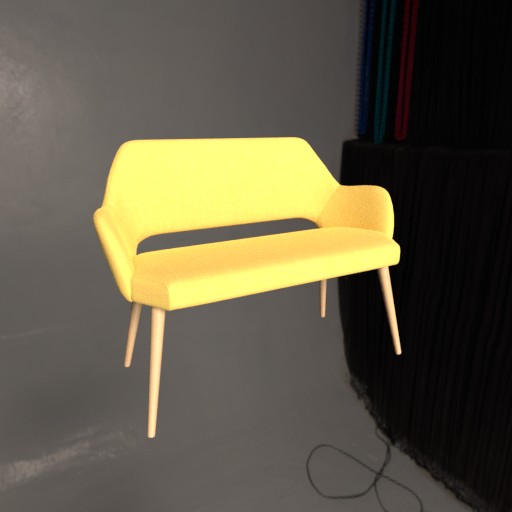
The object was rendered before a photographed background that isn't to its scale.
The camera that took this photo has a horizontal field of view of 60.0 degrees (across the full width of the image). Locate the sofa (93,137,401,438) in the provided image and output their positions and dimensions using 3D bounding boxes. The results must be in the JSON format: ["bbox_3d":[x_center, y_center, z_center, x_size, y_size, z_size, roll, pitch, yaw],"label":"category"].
[{"bbox_3d":[0.000,0.000,1.669,1.150,0.840,0.610,-9,19,-28],"label":"sofa"}]
